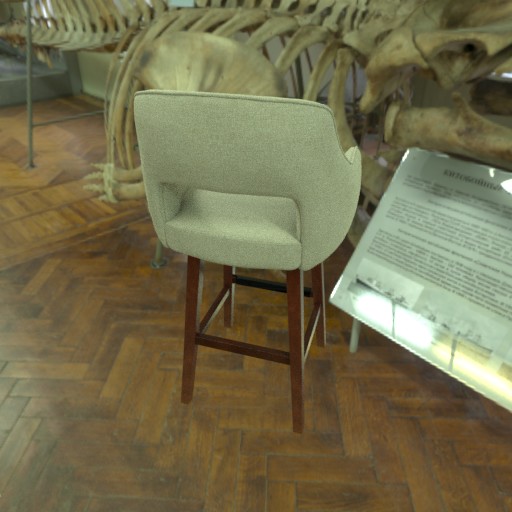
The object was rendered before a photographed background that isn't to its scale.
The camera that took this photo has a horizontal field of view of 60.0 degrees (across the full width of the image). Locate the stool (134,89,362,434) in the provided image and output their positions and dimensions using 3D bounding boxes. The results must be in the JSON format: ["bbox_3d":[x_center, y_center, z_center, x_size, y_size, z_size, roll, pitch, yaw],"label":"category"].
[{"bbox_3d":[0.000,0.000,1.343,0.550,1.041,0.560,9,32,15],"label":"stool"}]
